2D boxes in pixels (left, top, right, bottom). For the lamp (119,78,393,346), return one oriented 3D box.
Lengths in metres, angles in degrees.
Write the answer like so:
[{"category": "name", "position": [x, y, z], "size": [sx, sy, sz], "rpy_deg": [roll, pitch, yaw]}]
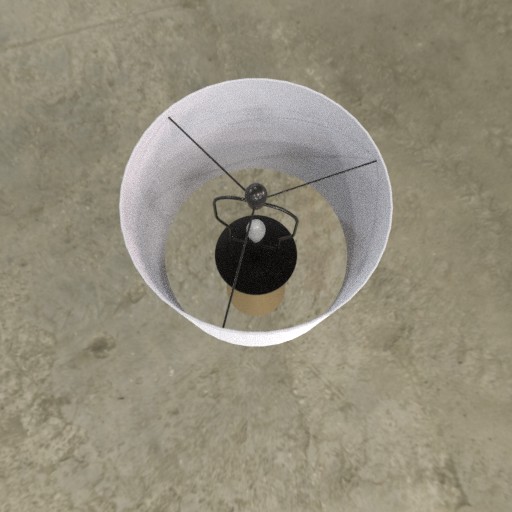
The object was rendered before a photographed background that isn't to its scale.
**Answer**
[{"category": "lamp", "position": [0.000, 0.000, 0.752], "size": [0.304, 0.573, 0.304], "rpy_deg": [13, 76, 3]}]
